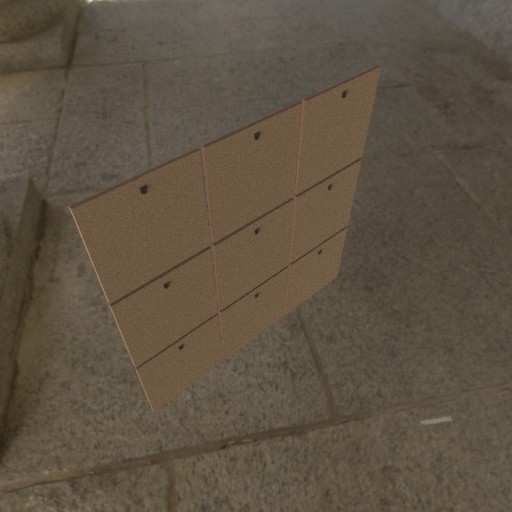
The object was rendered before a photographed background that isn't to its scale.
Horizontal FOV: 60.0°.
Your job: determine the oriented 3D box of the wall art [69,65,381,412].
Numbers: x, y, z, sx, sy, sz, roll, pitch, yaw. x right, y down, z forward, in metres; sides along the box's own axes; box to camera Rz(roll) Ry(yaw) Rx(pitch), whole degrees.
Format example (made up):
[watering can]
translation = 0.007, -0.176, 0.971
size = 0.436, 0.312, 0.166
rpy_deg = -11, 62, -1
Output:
[wall art]
translation = 0.000, 0.000, 1.824
size = 1.221, 1.218, 0.019
rpy_deg = -32, 55, -26
